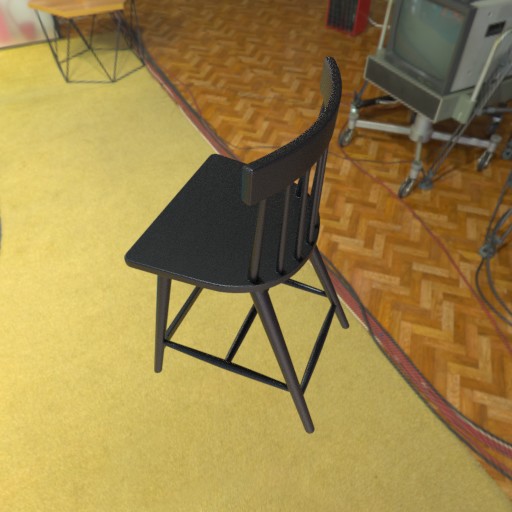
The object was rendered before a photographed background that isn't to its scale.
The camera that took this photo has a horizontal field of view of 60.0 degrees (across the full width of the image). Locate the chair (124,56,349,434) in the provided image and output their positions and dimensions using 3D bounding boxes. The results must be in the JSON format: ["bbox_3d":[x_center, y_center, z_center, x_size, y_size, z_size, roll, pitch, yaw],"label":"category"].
[{"bbox_3d":[0.000,0.000,1.239,0.572,0.952,0.483,17,49,15],"label":"chair"}]
